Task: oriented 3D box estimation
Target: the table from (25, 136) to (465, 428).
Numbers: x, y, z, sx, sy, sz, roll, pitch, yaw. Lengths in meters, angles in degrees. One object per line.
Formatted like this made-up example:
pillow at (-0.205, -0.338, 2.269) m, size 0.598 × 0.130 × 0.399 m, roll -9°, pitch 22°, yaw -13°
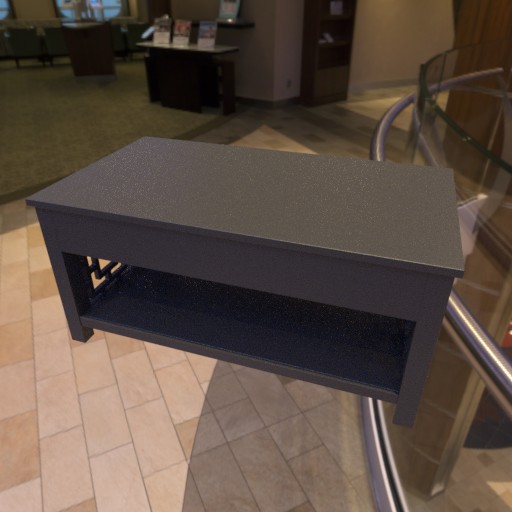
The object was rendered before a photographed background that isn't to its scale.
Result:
table at (0.000, 0.000, 1.386) m, size 1.068 × 0.493 × 0.612 m, roll 10°, pitch 33°, yaw 16°
